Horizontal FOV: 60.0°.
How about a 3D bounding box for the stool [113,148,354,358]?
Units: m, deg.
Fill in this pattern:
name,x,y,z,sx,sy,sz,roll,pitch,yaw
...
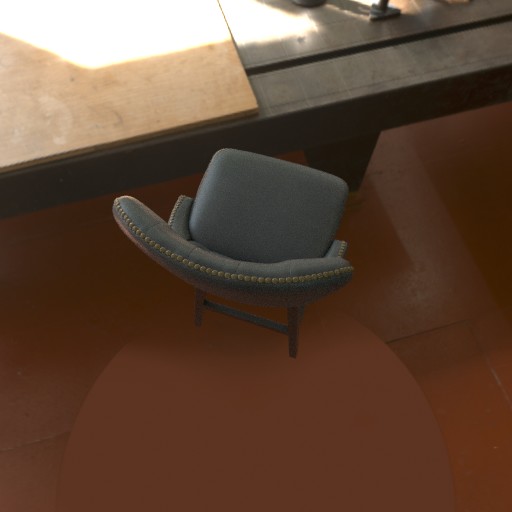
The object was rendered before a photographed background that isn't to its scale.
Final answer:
name,x,y,z,sx,sy,sz,roll,pitch,yaw
stool,0.000,0.000,1.380,0.528,0.971,0.593,17,65,8
